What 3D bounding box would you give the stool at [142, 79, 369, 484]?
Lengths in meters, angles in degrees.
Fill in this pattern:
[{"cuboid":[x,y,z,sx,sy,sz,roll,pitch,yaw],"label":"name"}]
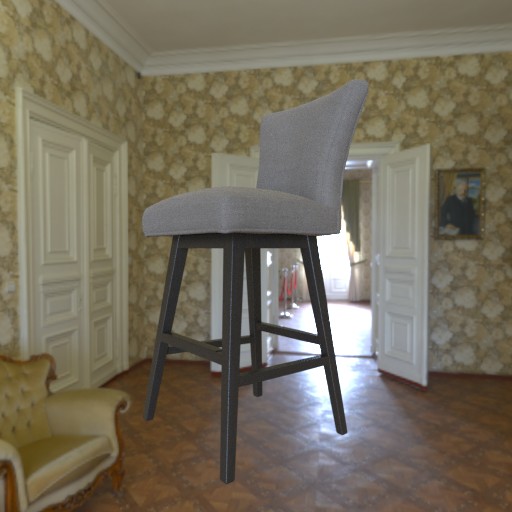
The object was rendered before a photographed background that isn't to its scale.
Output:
[{"cuboid":[0.000,0.000,1.422,0.574,1.086,0.514,-1,1,-36],"label":"stool"}]
